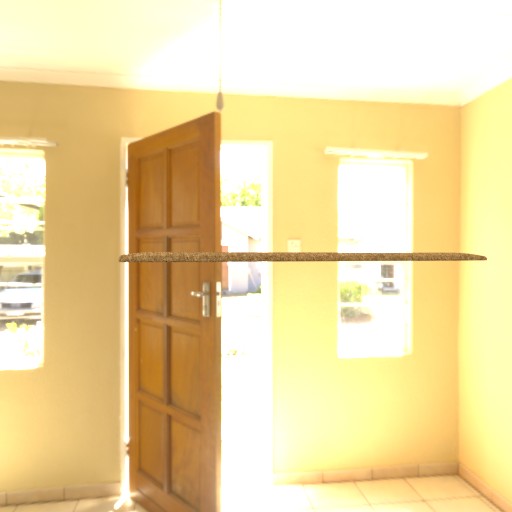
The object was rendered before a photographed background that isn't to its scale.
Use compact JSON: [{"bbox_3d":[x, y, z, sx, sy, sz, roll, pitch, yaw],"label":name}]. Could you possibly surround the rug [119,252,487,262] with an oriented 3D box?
[{"bbox_3d":[0.000,0.000,3.788,2.242,0.050,2.873,0,0,-17],"label":"rug"}]
